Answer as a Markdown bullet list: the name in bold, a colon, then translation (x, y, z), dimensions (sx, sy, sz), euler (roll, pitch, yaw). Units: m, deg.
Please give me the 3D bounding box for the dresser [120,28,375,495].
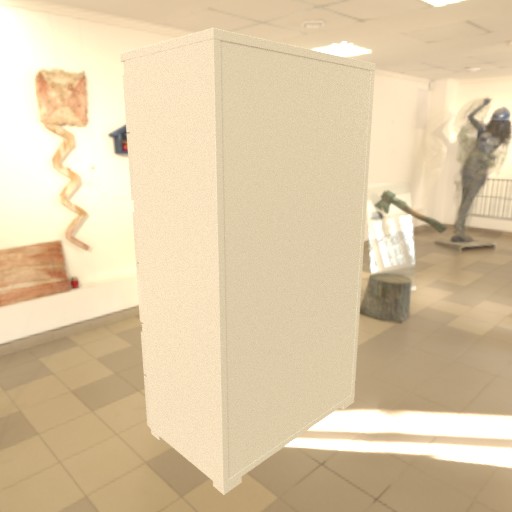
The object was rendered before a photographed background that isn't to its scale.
- **dresser**: translation (0.000, 0.000, 1.445), dimensions (0.650, 1.190, 0.400), euler (-14, 20, -43)
